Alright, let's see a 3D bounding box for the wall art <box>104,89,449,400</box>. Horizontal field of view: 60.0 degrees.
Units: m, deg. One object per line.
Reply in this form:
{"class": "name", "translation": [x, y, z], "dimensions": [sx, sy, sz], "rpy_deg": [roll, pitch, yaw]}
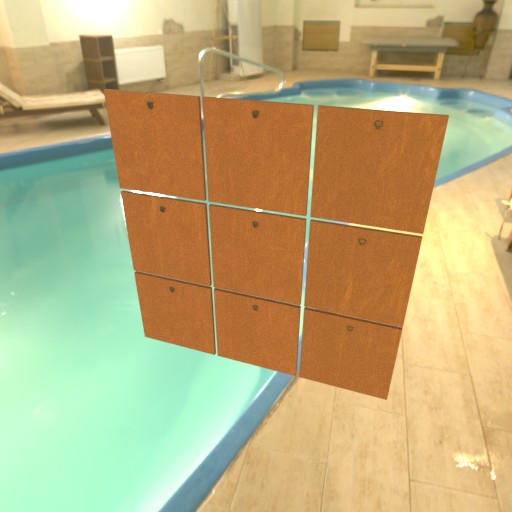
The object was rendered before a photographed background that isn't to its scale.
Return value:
{"class": "wall art", "translation": [0.000, 0.000, 1.355], "dimensions": [0.915, 0.913, 0.018], "rpy_deg": [10, 32, 17]}
